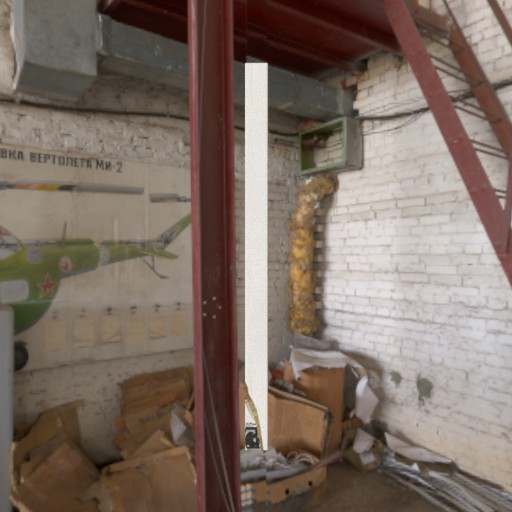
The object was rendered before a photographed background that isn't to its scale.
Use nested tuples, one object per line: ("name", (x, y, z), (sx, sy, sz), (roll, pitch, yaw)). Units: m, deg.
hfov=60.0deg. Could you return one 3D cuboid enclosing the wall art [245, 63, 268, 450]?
("wall art", (0.000, 0.000, 1.136), (0.038, 0.601, 0.898), (0, 0, 0))
